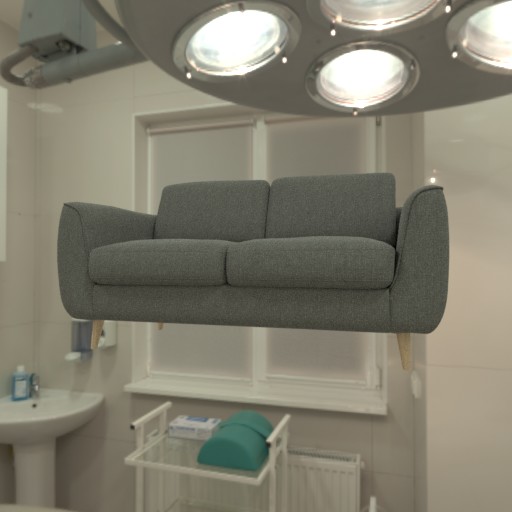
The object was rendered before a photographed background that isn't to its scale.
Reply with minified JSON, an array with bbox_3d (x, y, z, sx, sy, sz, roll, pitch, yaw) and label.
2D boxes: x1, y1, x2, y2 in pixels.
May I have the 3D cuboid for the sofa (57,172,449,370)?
[{"bbox_3d":[0.000,0.000,2.180,1.700,0.870,0.920,0,-1,17],"label":"sofa"}]
